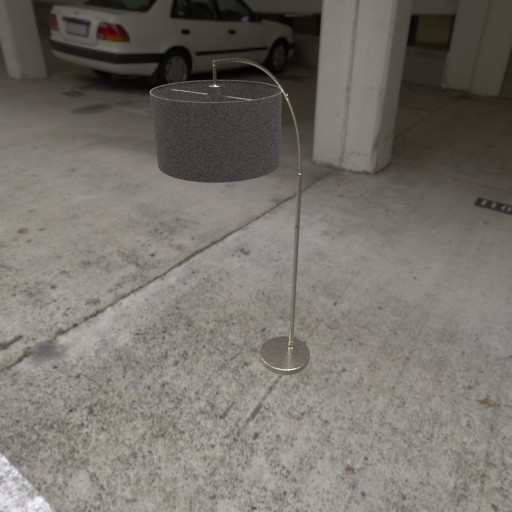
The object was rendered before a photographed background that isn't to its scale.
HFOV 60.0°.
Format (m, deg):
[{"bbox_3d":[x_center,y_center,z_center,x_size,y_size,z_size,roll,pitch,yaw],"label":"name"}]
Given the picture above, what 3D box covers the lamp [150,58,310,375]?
[{"bbox_3d":[0.000,0.000,2.086,0.452,1.735,0.934,19,35,29],"label":"lamp"}]
